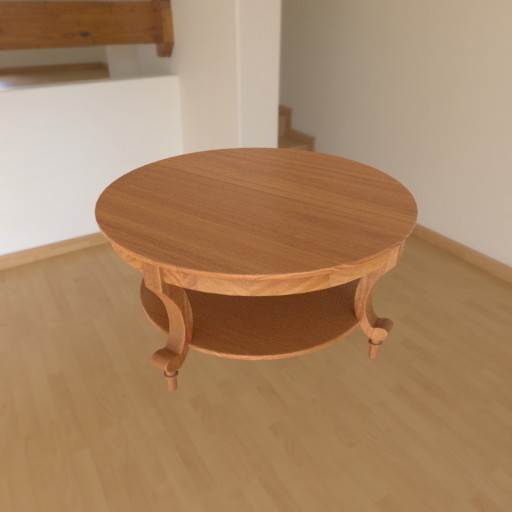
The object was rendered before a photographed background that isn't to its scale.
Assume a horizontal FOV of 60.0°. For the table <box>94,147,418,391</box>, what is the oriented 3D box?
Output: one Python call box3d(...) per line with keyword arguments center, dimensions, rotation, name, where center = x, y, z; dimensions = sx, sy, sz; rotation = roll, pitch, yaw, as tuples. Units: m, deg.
box3d(center=(0.000, 0.000, 1.591), dimensions=(1.029, 0.490, 1.029), rotation=(0, 30, 0), name="table")
